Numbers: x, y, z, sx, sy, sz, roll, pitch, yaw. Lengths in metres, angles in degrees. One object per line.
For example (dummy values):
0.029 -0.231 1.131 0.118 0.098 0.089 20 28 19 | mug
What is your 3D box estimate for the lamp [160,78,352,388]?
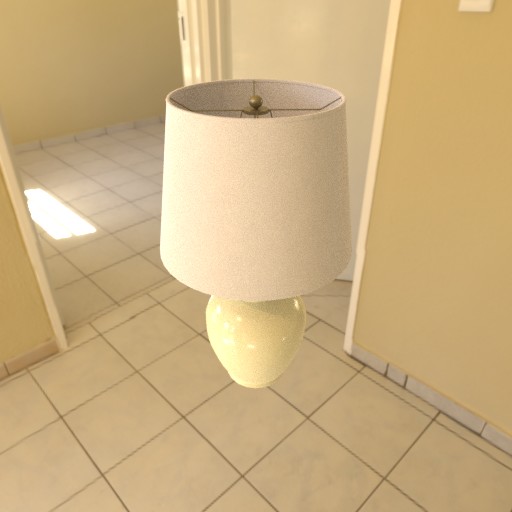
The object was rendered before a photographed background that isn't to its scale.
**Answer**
0.000 0.000 0.573 0.239 0.399 0.239 0 32 0 | lamp
